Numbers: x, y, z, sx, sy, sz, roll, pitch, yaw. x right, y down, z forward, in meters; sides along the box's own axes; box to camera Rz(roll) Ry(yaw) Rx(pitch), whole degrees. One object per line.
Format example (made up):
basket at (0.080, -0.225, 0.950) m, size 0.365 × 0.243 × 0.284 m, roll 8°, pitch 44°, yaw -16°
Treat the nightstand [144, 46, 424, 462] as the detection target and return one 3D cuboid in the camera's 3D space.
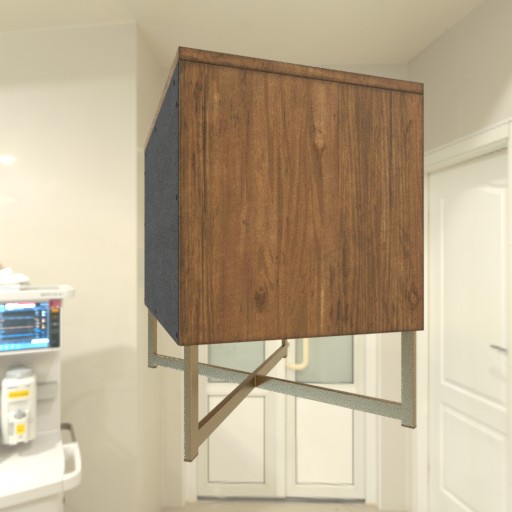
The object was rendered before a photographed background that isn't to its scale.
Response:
nightstand at (0.000, 0.000, 1.003) m, size 0.446 × 0.610 × 0.610 m, roll 0°, pitch 0°, yaw -19°
